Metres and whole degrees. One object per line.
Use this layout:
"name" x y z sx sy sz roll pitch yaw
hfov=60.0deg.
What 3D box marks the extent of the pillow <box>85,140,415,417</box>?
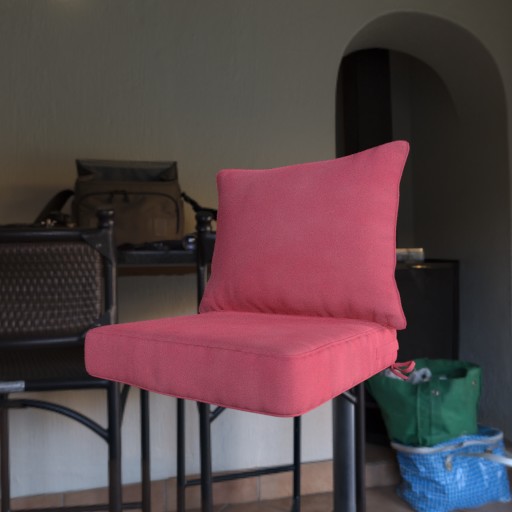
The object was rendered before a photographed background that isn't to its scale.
"pillow" 0.000 0.000 1.342 0.798 0.725 0.733 -1 -2 34
